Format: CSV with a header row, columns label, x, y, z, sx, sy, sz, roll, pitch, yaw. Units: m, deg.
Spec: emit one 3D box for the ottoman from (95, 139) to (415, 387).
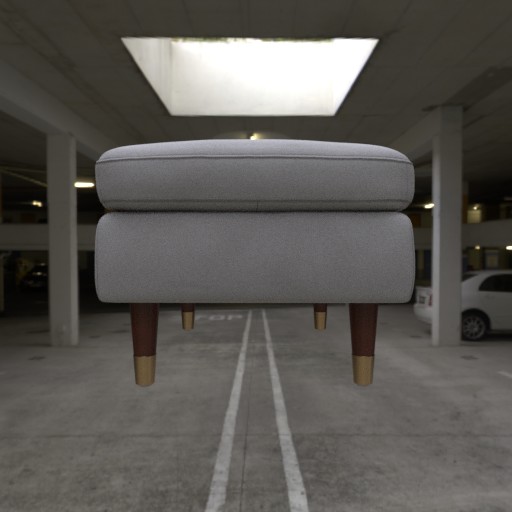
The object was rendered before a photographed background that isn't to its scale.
label,x,y,z,sx,sy,sz,roll,pitch,yaw
ottoman,0.000,0.000,1.122,0.593,0.478,0.747,0,1,0
